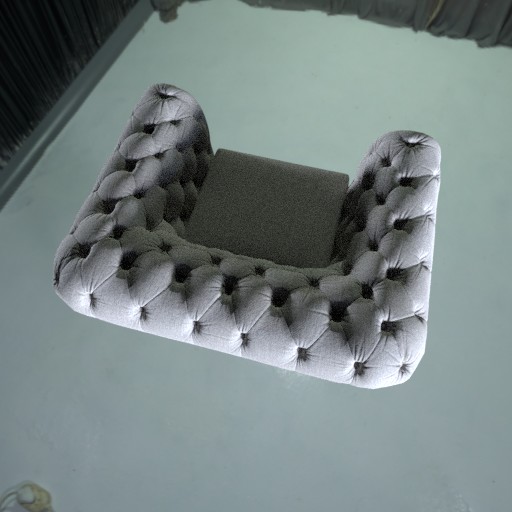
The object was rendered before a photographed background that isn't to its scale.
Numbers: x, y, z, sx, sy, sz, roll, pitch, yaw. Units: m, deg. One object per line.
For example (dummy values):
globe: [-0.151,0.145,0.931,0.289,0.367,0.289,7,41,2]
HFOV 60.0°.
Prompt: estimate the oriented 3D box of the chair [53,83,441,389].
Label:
chair: [0.000,0.000,1.836,1.270,0.770,0.976,13,62,7]
